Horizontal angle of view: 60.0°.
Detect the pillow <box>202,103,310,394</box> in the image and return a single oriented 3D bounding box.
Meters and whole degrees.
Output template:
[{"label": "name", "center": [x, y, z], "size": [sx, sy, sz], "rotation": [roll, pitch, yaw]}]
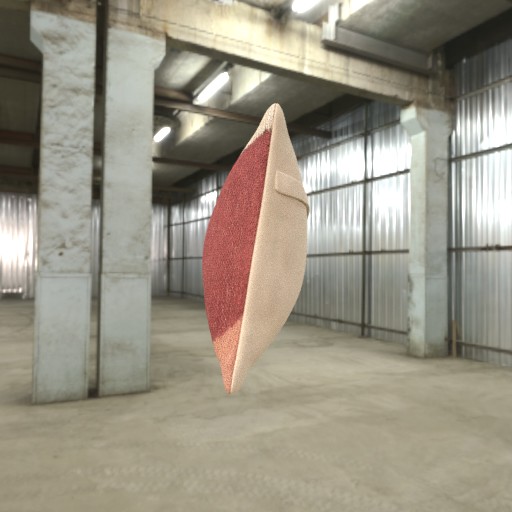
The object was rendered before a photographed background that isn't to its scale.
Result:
[{"label": "pillow", "center": [0.000, 0.000, 0.739], "size": [0.155, 0.292, 0.609], "rotation": [0, -2, 1]}]
